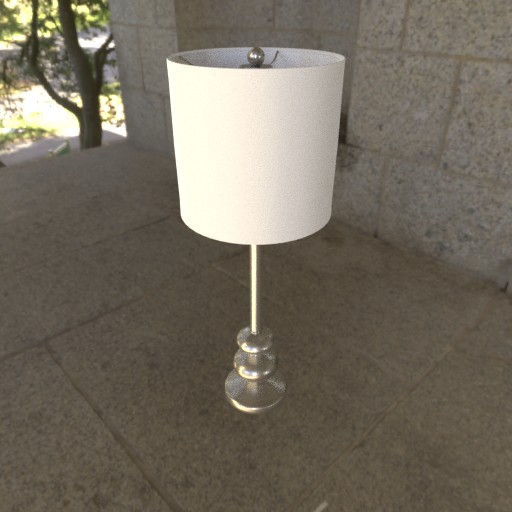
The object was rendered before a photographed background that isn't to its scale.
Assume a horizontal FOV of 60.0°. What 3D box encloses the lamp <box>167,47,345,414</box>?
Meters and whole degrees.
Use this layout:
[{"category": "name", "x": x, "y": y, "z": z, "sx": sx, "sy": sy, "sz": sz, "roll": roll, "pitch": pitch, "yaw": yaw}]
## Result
[{"category": "lamp", "x": 0.000, "y": 0.000, "z": 0.805, "sx": 0.254, "sy": 0.690, "sz": 0.254, "roll": 9, "pitch": 32, "yaw": 15}]
